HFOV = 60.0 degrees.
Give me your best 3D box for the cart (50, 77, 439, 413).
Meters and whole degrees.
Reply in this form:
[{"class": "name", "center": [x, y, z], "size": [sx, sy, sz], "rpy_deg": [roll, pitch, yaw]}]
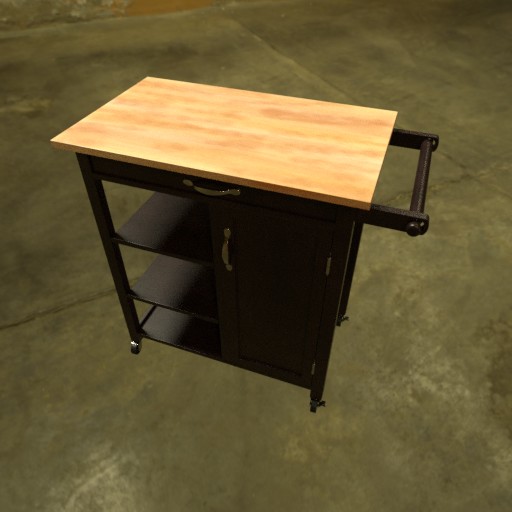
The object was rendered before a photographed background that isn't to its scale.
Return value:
[{"class": "cart", "center": [0.000, 0.000, 1.436], "size": [0.914, 0.878, 0.472], "rpy_deg": [14, 43, 15]}]
